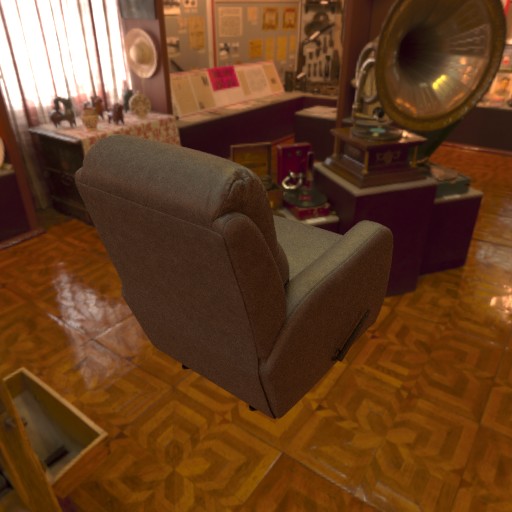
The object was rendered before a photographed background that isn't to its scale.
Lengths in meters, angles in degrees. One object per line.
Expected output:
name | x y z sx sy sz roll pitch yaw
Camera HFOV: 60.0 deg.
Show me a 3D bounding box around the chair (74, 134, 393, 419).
chair | 0.000 0.000 1.817 0.865 1.067 1.067 21 35 32
